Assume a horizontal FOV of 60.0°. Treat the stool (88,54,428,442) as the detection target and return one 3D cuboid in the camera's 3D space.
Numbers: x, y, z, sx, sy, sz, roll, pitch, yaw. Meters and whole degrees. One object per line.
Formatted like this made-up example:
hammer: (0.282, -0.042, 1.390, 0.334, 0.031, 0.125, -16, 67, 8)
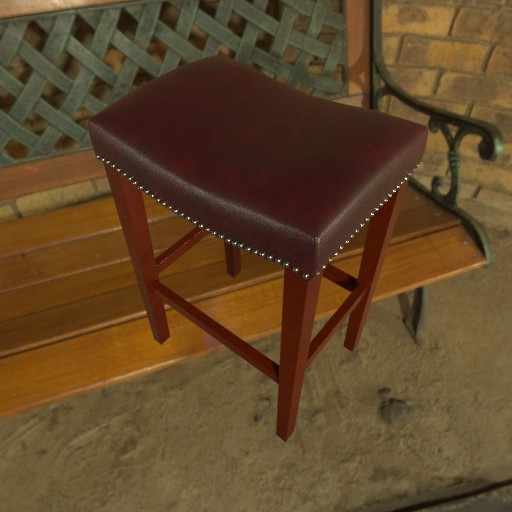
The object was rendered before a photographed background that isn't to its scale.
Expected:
stool: (0.000, 0.000, 1.032, 0.504, 0.742, 0.372, 30, 54, 25)
